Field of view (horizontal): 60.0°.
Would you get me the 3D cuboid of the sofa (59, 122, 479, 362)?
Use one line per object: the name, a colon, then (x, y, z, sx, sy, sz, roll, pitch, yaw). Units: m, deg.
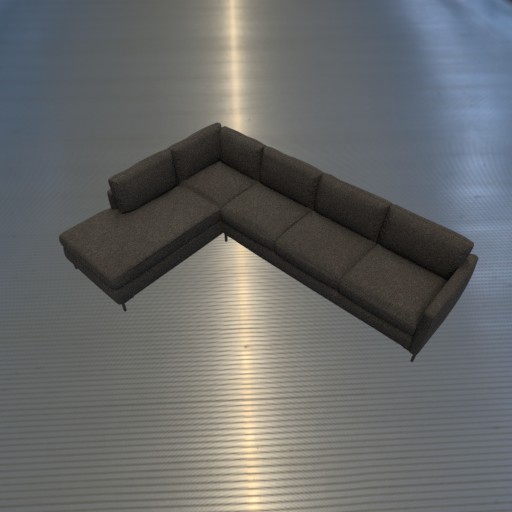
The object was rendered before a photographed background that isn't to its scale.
sofa: (0.000, 0.000, 3.740, 2.949, 0.815, 2.007, 32, 53, 28)
